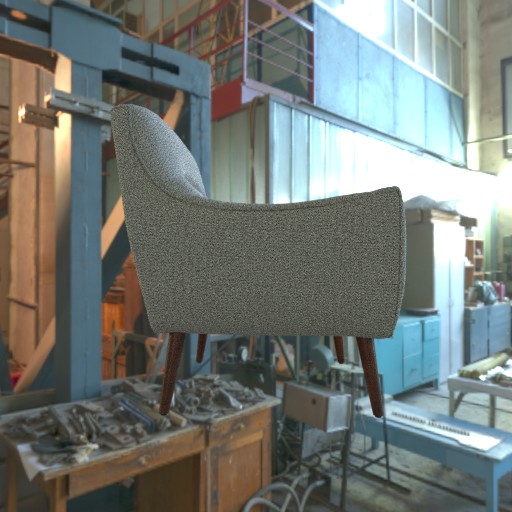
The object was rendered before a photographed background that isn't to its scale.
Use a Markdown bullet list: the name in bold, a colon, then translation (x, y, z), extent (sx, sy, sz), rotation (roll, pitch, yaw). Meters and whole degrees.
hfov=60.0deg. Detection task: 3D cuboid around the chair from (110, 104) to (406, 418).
- **chair**: translation (0.000, 0.000, 1.455), extent (0.787, 0.838, 0.762), rotation (0, 0, 2)
